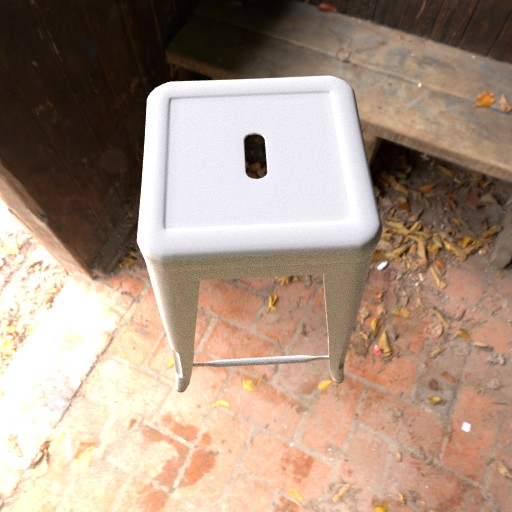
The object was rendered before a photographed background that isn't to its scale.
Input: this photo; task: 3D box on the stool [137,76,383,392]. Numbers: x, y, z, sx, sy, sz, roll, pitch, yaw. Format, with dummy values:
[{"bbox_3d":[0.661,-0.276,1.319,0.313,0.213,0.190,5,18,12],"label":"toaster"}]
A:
[{"bbox_3d":[0.000,0.000,0.878,0.406,0.610,0.406,-3,64,-1],"label":"stool"}]
